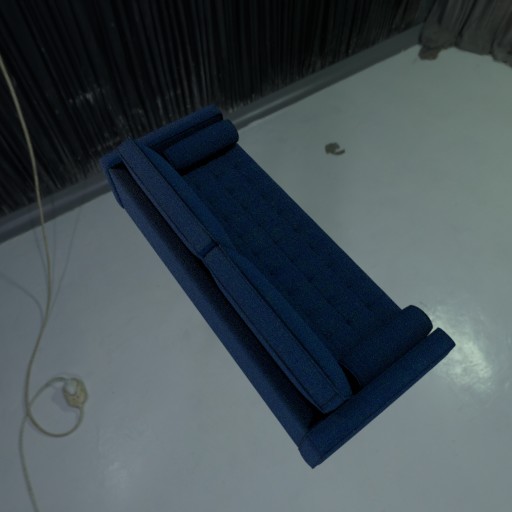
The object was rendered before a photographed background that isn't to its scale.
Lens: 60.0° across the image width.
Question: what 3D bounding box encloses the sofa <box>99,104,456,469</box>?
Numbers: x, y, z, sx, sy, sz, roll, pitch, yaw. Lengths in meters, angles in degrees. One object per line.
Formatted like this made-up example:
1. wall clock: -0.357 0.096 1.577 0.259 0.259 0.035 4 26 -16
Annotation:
1. sofa: 0.000 0.000 2.681 0.914 0.762 2.210 -32 64 -18
